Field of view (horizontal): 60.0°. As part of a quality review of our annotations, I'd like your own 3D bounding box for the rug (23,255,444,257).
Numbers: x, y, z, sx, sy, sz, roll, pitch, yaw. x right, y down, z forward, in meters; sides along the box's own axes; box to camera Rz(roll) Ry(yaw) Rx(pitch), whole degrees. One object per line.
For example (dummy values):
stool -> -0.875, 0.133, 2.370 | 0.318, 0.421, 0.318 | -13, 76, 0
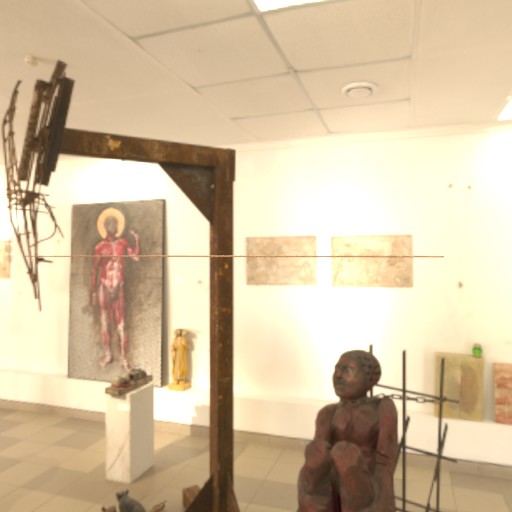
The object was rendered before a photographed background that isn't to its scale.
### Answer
rug -> 0.000, 0.000, 4.133 | 3.045, 0.011, 2.436 | 0, 0, 18
